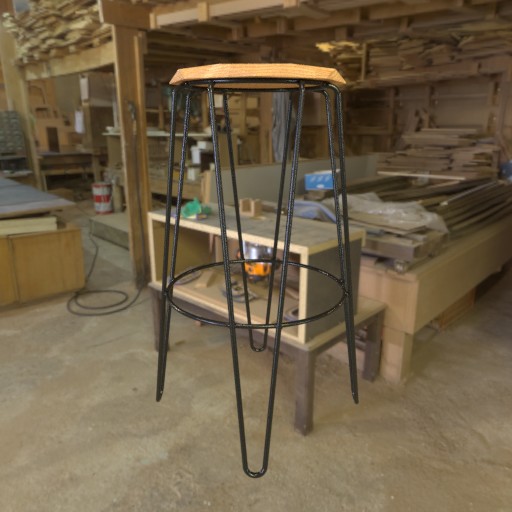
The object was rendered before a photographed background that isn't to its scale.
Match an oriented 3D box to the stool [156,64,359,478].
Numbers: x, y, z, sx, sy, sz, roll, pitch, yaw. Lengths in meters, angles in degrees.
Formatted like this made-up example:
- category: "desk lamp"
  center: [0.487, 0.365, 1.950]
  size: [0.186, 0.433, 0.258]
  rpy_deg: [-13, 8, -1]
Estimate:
- category: "stool"
  center: [0.000, 0.000, 0.793]
  size: [0.326, 0.610, 0.326]
  rpy_deg: [-16, 23, -41]
